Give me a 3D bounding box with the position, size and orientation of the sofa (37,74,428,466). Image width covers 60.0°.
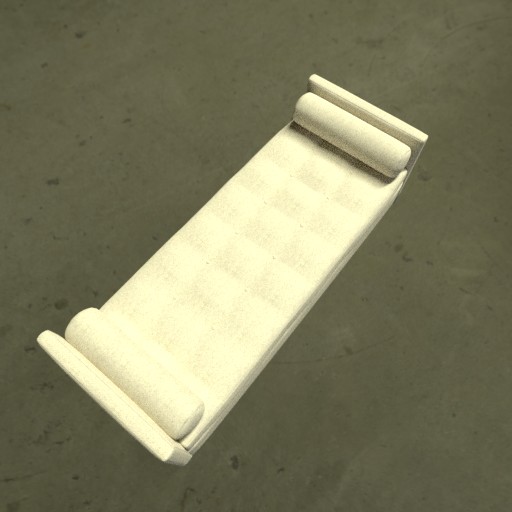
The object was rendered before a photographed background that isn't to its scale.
[{"bbox_3d":[0.000,0.000,2.441,0.797,0.655,2.102,36,69,16],"label":"sofa"}]
